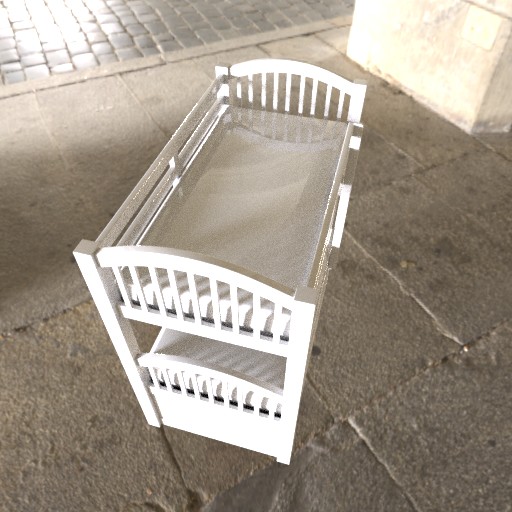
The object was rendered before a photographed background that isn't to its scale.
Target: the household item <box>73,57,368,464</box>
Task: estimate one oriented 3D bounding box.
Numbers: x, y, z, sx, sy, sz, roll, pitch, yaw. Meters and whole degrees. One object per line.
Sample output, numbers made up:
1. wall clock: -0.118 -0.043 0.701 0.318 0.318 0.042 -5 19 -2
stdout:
1. household item: 0.000 0.000 3.226 1.143 2.032 2.032 12 48 11
